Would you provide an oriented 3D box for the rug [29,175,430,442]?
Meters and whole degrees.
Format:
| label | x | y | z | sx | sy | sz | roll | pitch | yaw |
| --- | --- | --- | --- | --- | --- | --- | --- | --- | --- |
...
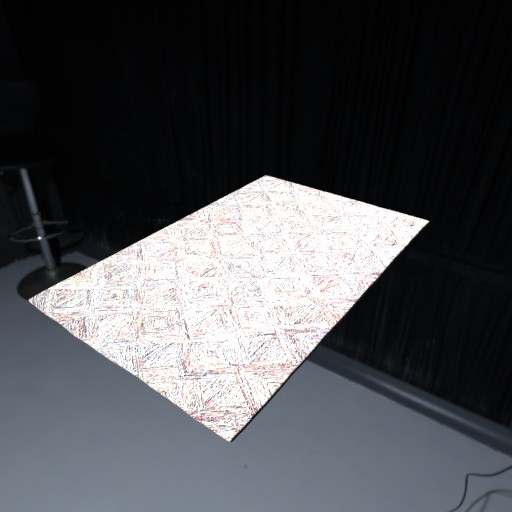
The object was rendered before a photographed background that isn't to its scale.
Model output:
| label | x | y | z | sx | sy | sz | roll | pitch | yaw |
| --- | --- | --- | --- | --- | --- | --- | --- | --- | --- |
| rug | 0.000 | 0.000 | 2.199 | 1.143 | 0.014 | 1.761 | 22 | 38 | 30 |
